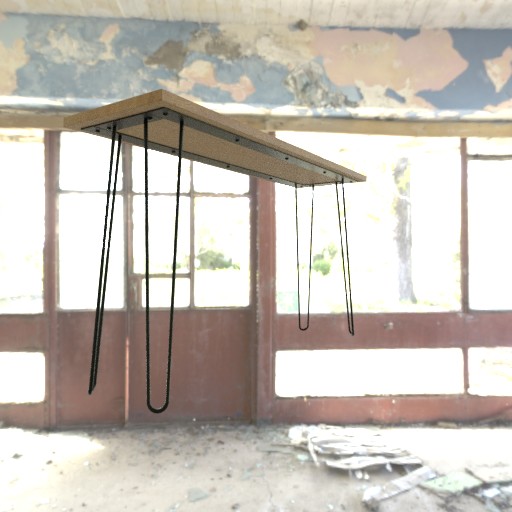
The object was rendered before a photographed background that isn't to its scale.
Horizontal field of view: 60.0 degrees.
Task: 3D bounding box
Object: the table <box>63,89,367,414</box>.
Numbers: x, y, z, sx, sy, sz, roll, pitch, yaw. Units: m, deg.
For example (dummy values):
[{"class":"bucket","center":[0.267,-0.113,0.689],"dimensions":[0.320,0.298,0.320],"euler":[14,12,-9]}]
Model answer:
[{"class":"table","center":[0.000,0.000,1.747],"dimensions":[0.399,0.799,1.400],"euler":[0,0,34]}]
